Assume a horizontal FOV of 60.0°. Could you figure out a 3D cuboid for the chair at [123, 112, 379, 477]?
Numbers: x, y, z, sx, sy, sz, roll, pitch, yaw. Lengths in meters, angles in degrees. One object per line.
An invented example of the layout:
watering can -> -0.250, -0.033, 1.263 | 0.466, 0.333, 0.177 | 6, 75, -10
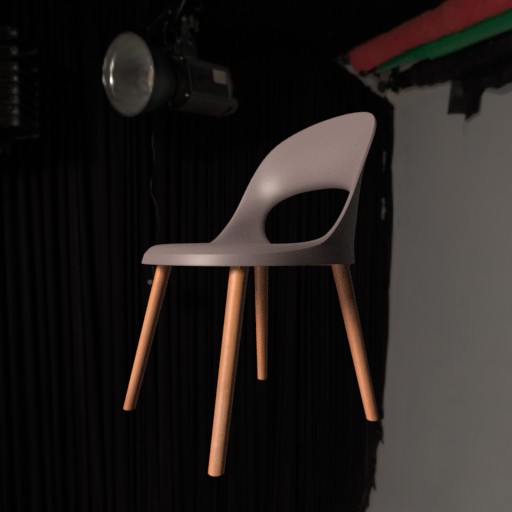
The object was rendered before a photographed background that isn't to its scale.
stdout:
chair -> 0.000, 0.000, 1.127 | 0.556, 0.794, 0.470 | 0, 1, -37
